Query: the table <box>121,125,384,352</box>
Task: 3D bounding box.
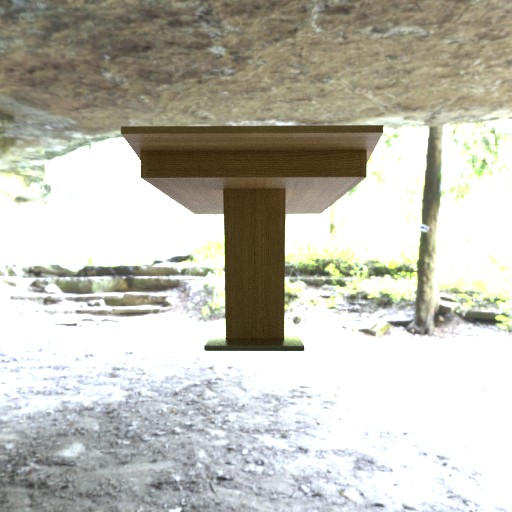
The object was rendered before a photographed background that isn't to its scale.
[{"bbox_3d":[0.000,0.000,2.096,0.900,0.748,1.598,0,-1,1],"label":"table"}]
